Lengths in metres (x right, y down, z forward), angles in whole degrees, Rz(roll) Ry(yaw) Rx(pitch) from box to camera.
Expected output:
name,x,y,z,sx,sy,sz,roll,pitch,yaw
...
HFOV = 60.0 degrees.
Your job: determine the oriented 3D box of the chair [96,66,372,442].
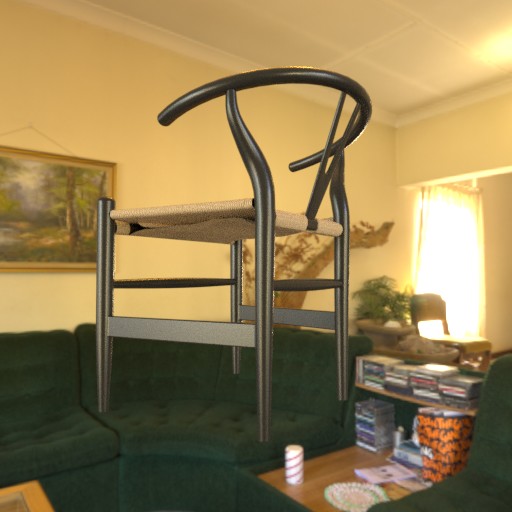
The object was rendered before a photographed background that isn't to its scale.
name,x,y,z,sx,sy,sz,roll,pitch,yaw
chair,0.000,0.000,1.112,0.570,0.739,0.570,-2,-3,36
